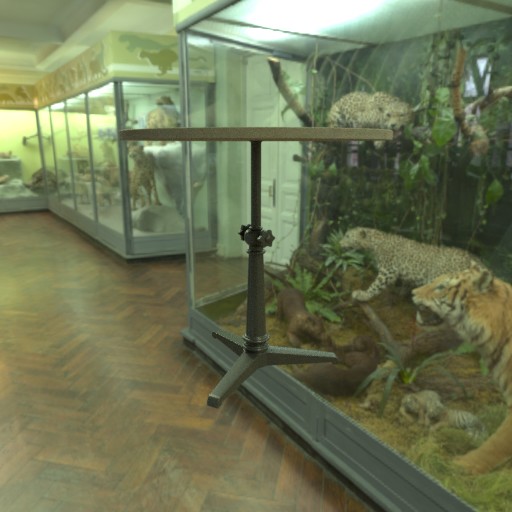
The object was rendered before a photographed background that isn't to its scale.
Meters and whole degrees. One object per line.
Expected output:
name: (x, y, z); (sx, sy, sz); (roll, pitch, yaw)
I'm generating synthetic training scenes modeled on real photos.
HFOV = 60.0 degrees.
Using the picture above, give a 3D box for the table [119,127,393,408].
table: (0.000, 0.000, 1.446); (0.800, 0.780, 0.800); (0, 14, 0)
